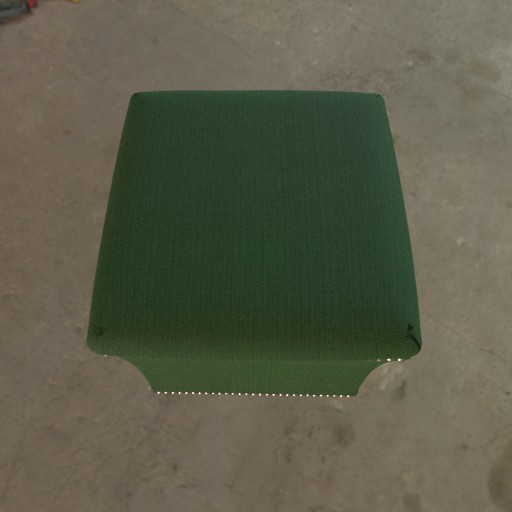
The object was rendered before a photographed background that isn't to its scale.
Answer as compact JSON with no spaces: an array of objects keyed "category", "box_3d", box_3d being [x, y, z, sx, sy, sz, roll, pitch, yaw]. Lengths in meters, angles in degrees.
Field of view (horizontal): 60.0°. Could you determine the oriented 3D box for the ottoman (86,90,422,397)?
[{"category":"ottoman","box_3d":[0.000,0.000,0.904,0.497,0.475,0.507,1,64,0]}]
